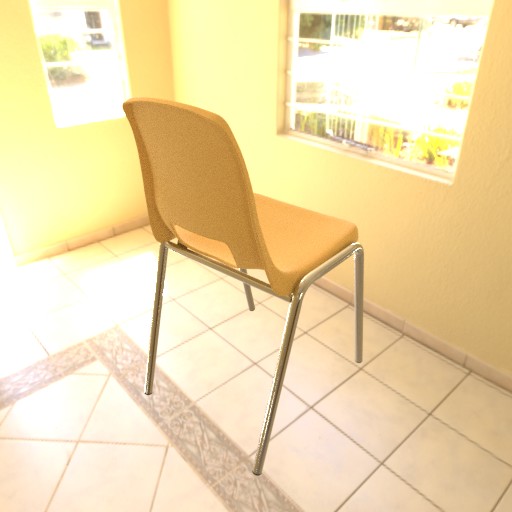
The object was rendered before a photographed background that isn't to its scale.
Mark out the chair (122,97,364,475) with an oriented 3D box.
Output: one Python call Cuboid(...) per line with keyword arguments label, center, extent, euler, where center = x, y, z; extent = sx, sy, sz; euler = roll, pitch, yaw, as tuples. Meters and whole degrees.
Cuboid(label="chair", center=(0.000, 0.000, 0.950), extent=(0.381, 0.704, 0.436), euler=(22, 37, 32))
